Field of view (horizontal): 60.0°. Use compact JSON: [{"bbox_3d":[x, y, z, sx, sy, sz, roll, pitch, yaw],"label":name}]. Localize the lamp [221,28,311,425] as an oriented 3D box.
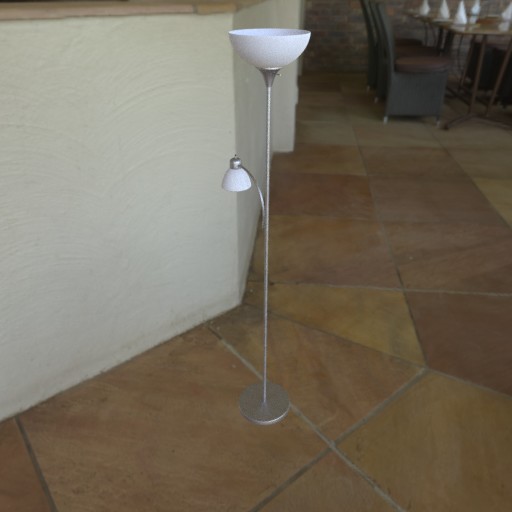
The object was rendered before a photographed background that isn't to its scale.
[{"bbox_3d":[0.000,0.000,1.982,0.279,1.804,0.425,-20,37,-30],"label":"lamp"}]
